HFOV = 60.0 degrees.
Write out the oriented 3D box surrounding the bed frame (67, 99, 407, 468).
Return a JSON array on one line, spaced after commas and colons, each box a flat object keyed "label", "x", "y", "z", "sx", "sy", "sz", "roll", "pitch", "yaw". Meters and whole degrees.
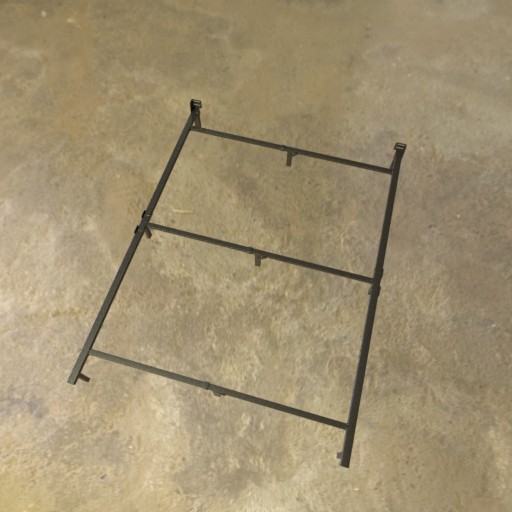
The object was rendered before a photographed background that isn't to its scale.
[{"label": "bed frame", "x": 0.000, "y": 0.000, "z": 2.681, "sx": 1.498, "sy": 0.248, "sz": 1.990, "roll": 14, "pitch": 65, "yaw": 7}]
